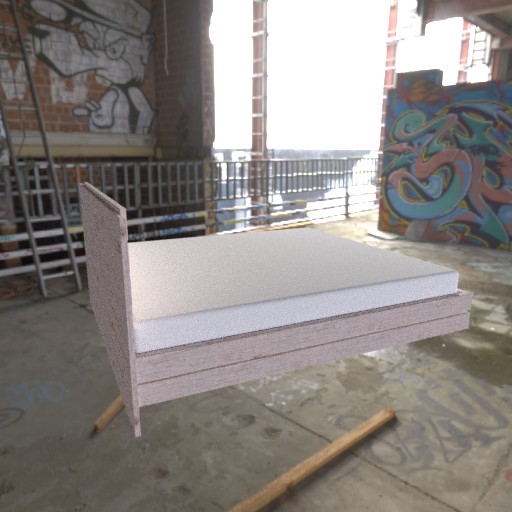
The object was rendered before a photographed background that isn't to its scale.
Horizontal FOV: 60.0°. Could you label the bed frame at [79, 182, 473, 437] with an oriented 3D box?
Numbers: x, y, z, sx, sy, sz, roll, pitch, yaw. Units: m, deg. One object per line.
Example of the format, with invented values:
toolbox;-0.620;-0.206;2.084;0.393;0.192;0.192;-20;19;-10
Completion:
bed frame;0.000;0.000;3.089;2.080;0.970;1.950;-6;15;-25
